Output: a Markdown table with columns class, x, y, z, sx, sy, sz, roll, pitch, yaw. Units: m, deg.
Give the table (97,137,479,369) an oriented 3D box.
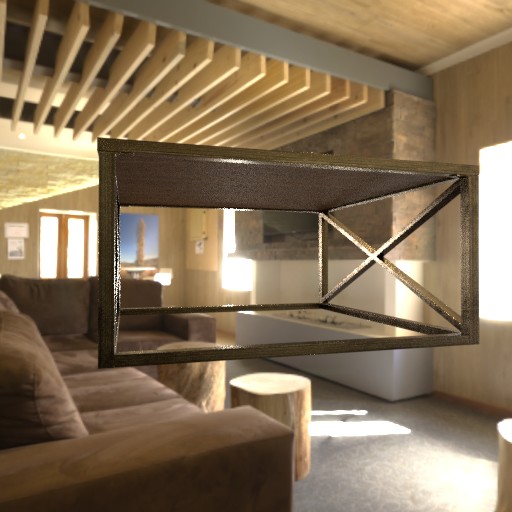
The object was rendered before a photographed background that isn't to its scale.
| class | x | y | z | sx | sy | sz | roll | pitch | yaw |
| --- | --- | --- | --- | --- | --- | --- | --- | --- | --- |
| table | 0.000 | 0.000 | 1.419 | 0.909 | 0.451 | 0.899 | 0 | -1 | -16 |
